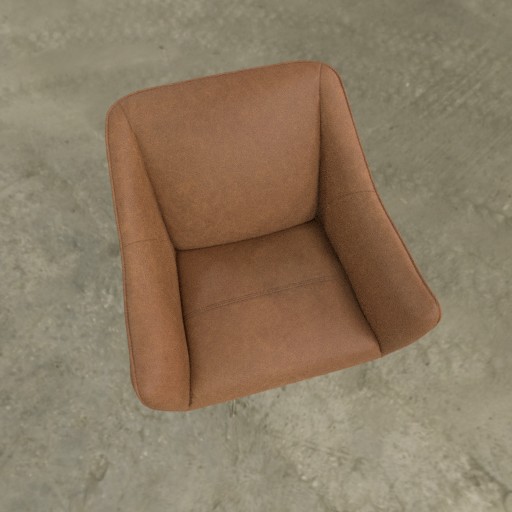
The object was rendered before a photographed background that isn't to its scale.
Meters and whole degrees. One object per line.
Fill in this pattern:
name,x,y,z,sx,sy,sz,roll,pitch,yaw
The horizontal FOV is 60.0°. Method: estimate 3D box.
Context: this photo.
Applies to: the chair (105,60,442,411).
chair,0.000,0.000,1.512,0.871,0.830,0.852,-14,64,-7
